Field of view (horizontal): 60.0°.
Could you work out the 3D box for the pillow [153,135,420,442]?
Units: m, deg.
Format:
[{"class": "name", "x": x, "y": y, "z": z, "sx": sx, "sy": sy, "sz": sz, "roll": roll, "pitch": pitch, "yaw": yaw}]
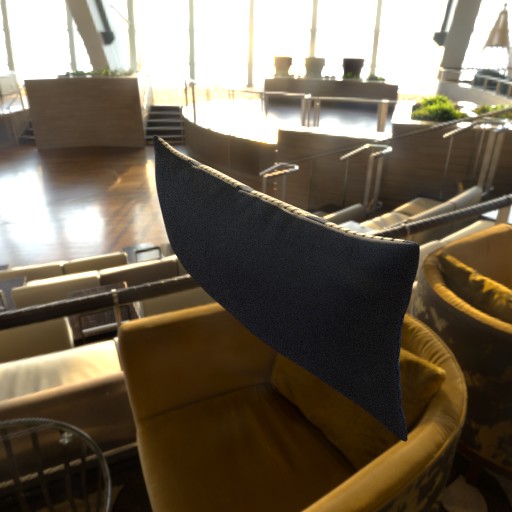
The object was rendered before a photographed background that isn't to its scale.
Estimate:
[{"class": "pillow", "x": 0.000, "y": 0.000, "z": 0.706, "sx": 0.156, "sy": 0.292, "sz": 0.608, "roll": -17, "pitch": 32, "yaw": -31}]
